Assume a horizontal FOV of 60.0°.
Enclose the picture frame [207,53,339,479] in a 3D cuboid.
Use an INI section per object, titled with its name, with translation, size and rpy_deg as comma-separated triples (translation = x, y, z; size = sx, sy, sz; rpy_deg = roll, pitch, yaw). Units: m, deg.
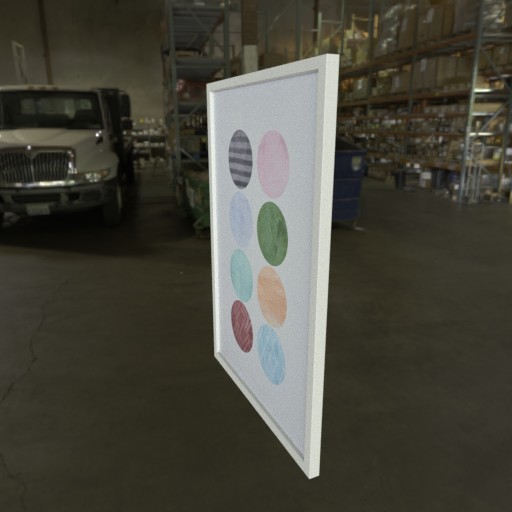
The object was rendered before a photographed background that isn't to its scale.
[picture frame]
translation = 0.000, 0.000, 0.566
size = 0.013, 0.434, 0.305
rpy_deg = -8, 18, -24
